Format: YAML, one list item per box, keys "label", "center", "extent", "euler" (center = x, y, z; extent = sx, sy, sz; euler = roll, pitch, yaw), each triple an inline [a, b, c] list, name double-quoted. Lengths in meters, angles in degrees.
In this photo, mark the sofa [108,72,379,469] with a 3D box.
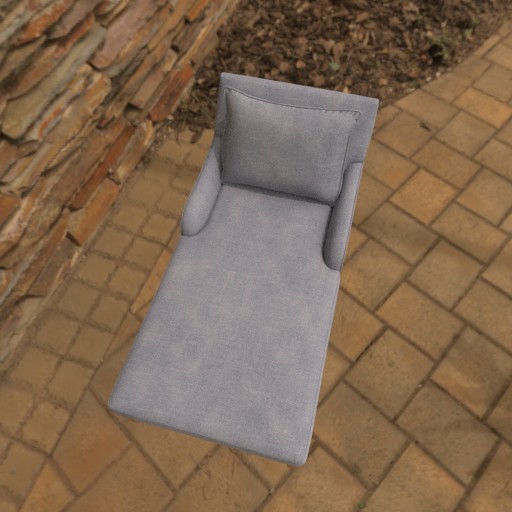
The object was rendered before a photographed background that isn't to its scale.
- label: "sofa"
  center: [0.000, 0.000, 2.268]
  extent: [0.904, 0.883, 1.779]
  euler: [13, 59, 8]
